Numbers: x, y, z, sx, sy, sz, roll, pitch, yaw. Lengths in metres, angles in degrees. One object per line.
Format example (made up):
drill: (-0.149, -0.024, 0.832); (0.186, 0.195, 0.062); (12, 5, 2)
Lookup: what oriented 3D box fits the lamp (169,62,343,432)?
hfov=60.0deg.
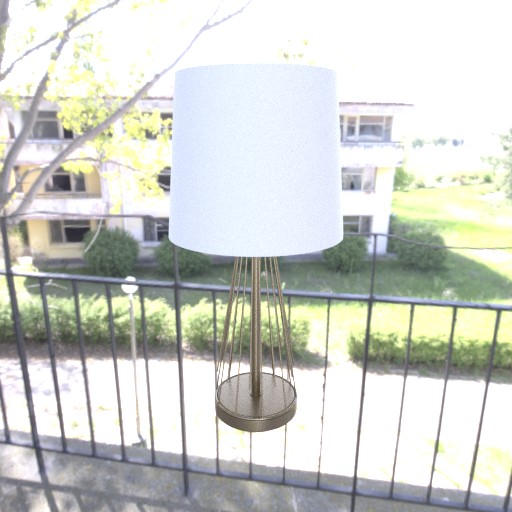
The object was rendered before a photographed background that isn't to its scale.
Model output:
lamp: (0.000, 0.000, 0.795); (0.303, 0.618, 0.303); (0, 16, 0)
